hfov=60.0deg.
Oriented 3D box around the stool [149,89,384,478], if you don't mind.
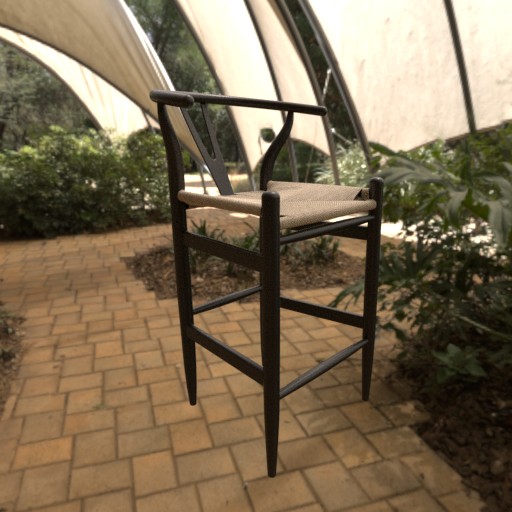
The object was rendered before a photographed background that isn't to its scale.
[{"bbox_3d":[0.000,0.000,1.347,0.579,0.970,0.569,14,20,42],"label":"stool"}]
